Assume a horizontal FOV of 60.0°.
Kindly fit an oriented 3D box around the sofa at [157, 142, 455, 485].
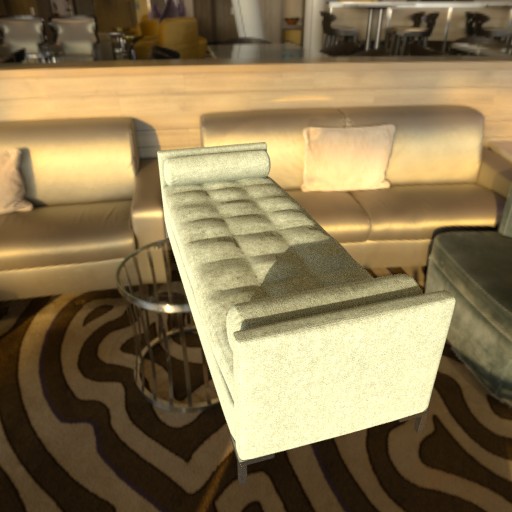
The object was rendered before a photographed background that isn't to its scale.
[{"bbox_3d":[0.000,0.000,2.405,0.797,0.657,2.102,-9,31,-15],"label":"sofa"}]
